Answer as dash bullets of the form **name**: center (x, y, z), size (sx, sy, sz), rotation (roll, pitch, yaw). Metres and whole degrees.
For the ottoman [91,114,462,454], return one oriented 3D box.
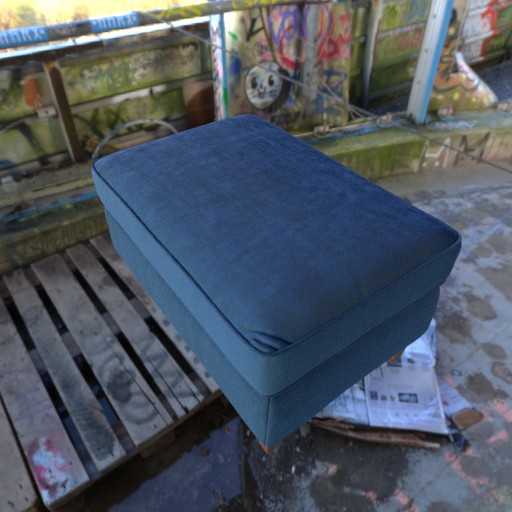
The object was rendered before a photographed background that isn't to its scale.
- **ottoman**: center (0.000, 0.000, 1.250), size (0.583, 0.484, 0.862), rotation (-25, 47, -26)
